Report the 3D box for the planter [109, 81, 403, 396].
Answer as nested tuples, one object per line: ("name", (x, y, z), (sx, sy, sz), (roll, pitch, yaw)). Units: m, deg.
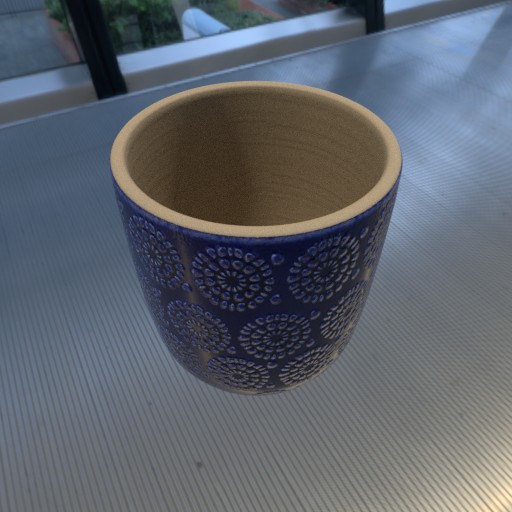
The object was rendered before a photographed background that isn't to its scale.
("planter", (0.000, 0.000, 0.352), (0.184, 0.206, 0.184), (0, 45, 0))
